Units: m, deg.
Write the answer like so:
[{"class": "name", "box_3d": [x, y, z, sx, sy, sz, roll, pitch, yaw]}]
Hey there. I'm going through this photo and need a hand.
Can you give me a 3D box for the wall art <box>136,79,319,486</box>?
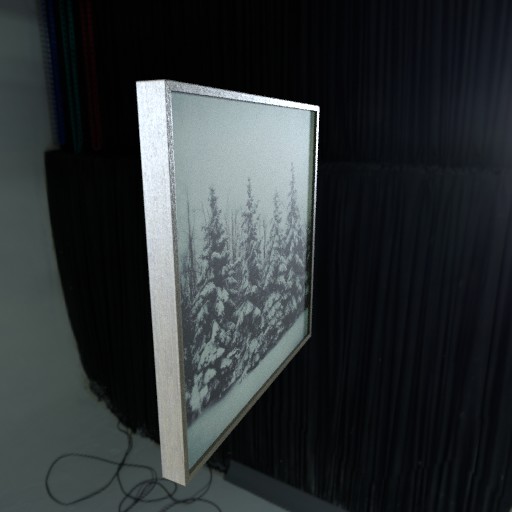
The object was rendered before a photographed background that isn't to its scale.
[{"class": "wall art", "box_3d": [0.000, 0.000, 0.751, 0.037, 0.507, 0.507, 7, 17, 25]}]
